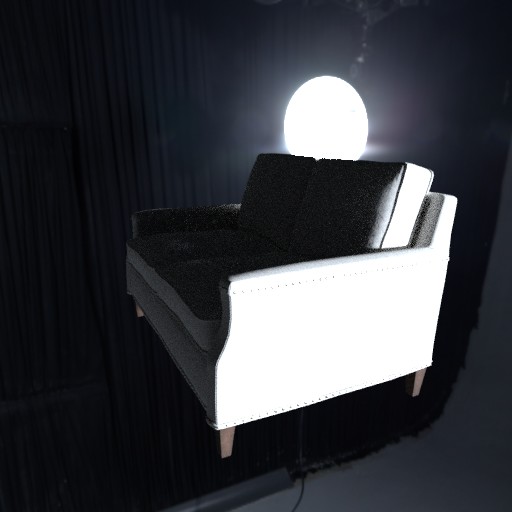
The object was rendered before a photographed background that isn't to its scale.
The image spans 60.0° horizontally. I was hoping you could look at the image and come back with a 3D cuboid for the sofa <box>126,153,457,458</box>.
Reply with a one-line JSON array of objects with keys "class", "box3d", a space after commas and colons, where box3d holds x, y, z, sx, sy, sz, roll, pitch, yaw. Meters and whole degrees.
[{"class": "sofa", "box3d": [0.000, 0.000, 2.276, 1.084, 1.003, 1.597, -7, 16, -25]}]
